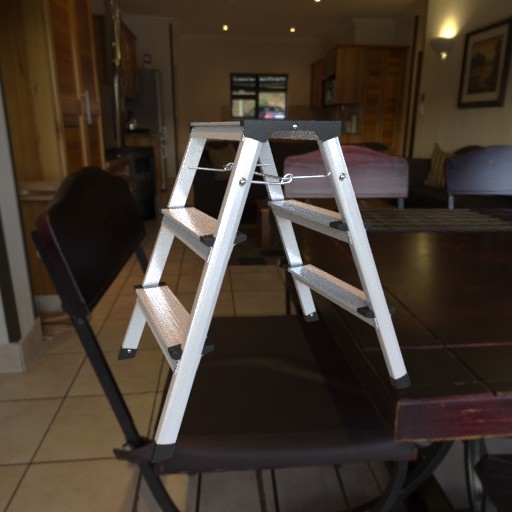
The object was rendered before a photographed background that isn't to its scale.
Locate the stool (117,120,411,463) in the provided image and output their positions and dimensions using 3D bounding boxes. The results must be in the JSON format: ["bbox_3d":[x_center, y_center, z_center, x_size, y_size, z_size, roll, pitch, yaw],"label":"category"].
[{"bbox_3d":[0.000,0.000,1.042,0.622,0.605,0.437,-7,18,-24],"label":"stool"}]
